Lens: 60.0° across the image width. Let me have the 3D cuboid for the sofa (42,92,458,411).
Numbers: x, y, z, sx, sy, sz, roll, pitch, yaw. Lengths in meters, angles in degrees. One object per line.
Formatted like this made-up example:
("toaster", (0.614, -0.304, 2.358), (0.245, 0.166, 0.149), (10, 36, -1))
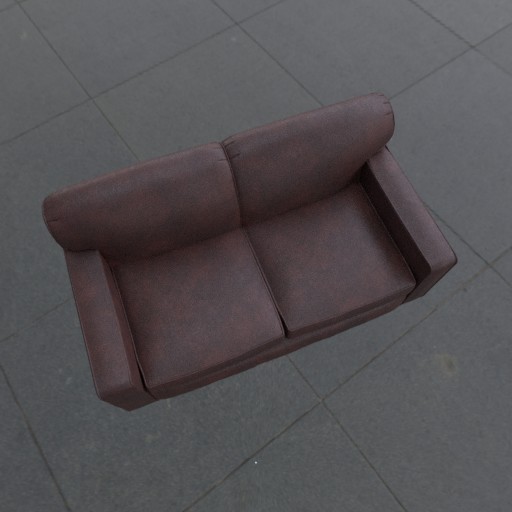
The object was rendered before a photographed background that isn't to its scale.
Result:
("sofa", (0.000, 0.000, 2.393), (1.856, 0.966, 1.000), (-20, 67, -9))
